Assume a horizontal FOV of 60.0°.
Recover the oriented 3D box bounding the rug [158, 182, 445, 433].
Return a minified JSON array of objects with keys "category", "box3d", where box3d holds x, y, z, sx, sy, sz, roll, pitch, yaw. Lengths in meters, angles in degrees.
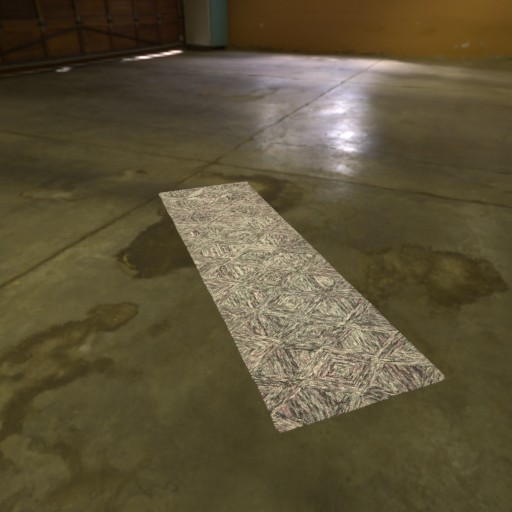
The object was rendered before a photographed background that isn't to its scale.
[{"category":"rug","box3d":[0.000,0.000,2.529,0.719,0.013,2.305,-11,32,-18]}]
